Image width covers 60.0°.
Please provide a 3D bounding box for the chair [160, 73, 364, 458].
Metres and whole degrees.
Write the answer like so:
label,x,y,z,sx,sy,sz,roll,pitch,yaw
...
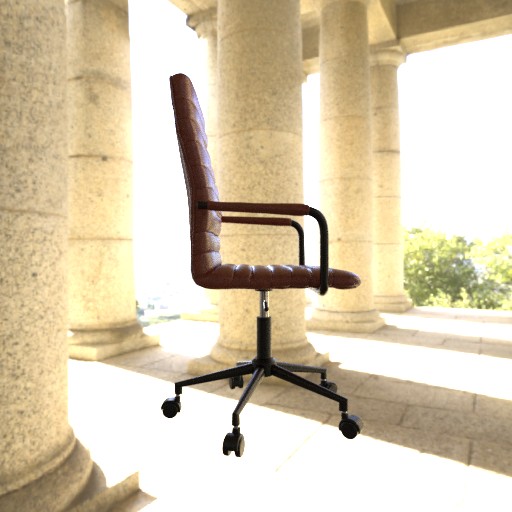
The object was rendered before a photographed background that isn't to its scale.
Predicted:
label,x,y,z,sx,sy,sz,roll,pitch,yaw
chair,0.000,0.000,1.358,0.580,0.979,0.608,0,0,-1
